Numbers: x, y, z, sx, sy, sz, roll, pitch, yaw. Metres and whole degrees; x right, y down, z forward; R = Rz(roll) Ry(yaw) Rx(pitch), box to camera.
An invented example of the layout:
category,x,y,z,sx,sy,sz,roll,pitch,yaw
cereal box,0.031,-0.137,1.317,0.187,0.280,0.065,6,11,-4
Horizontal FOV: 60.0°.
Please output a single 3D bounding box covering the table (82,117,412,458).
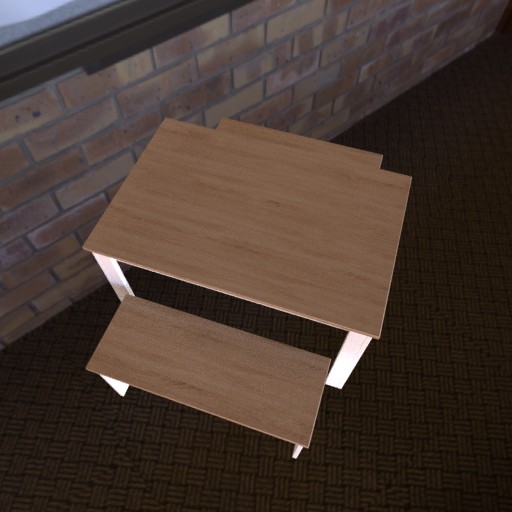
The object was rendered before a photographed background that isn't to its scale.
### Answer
category,x,y,z,sx,sy,sz,roll,pitch,yaw
table,0.000,0.000,2.018,1.100,0.700,1.443,16,60,10
